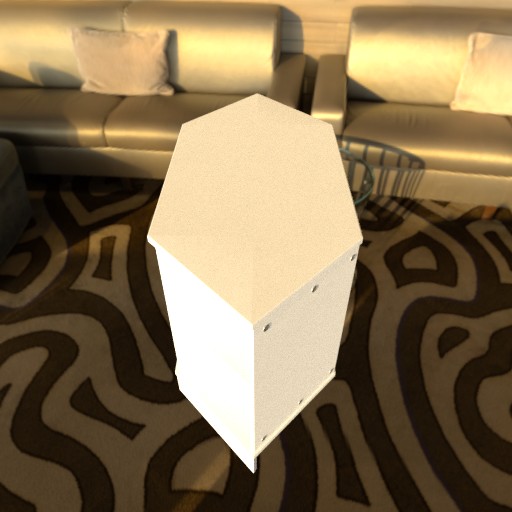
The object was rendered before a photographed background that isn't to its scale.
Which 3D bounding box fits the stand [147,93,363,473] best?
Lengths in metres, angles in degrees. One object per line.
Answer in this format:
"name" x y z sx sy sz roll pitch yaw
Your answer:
"stand" 0.000 0.000 1.387 0.477 0.614 1.072 0 41 1
